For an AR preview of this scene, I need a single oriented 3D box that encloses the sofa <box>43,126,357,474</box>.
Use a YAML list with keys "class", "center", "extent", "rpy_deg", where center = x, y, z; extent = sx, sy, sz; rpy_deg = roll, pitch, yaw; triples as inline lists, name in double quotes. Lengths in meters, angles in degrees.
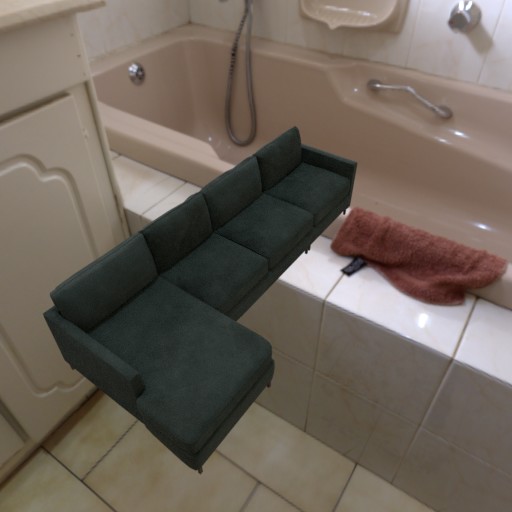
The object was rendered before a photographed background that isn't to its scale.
- class: "sofa"
  center: [0.000, 0.000, 4.093]
  extent: [1.500, 0.967, 3.400]
  rpy_deg: [26, 48, 26]
